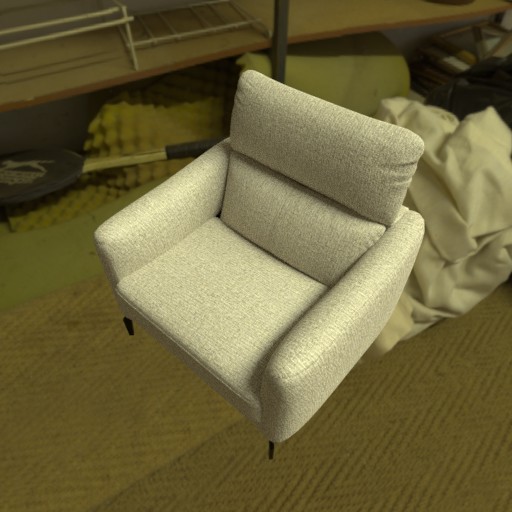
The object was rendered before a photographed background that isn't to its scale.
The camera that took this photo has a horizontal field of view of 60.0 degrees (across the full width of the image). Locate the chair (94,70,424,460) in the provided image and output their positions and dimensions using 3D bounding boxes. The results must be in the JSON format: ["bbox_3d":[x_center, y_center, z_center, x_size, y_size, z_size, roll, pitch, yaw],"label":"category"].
[{"bbox_3d":[0.000,0.000,1.656,0.972,0.967,0.835,32,54,27],"label":"chair"}]
